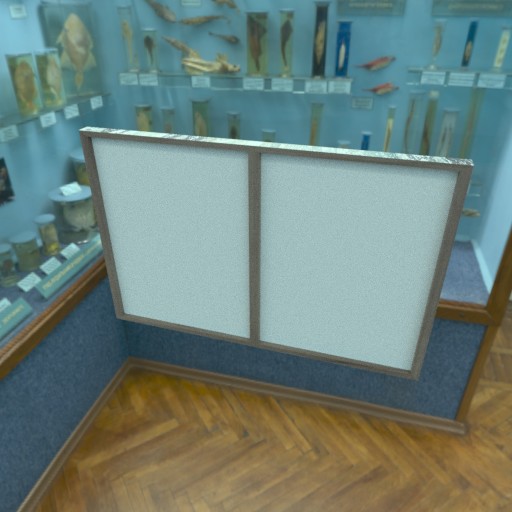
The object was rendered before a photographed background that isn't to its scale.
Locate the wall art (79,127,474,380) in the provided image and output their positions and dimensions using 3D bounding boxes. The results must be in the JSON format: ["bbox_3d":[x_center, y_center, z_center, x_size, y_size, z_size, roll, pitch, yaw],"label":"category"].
[{"bbox_3d":[0.000,0.000,1.166,0.919,0.598,0.038,9,32,14],"label":"wall art"}]
